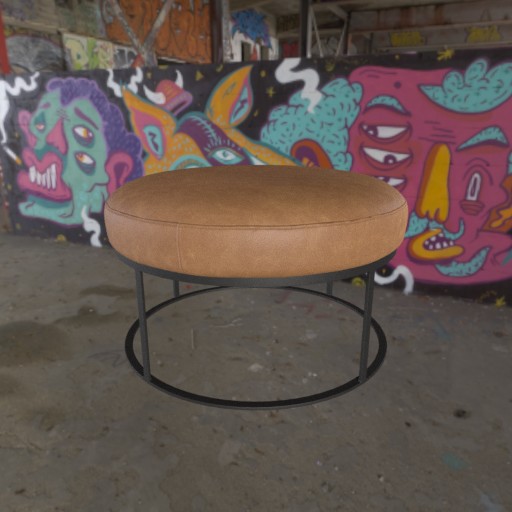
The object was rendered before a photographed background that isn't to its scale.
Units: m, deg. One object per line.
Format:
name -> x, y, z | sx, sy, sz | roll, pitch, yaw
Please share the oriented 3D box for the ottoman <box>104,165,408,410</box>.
ottoman -> 0.000, 0.000, 1.225 | 0.771, 0.460, 0.771 | 0, 17, 0
